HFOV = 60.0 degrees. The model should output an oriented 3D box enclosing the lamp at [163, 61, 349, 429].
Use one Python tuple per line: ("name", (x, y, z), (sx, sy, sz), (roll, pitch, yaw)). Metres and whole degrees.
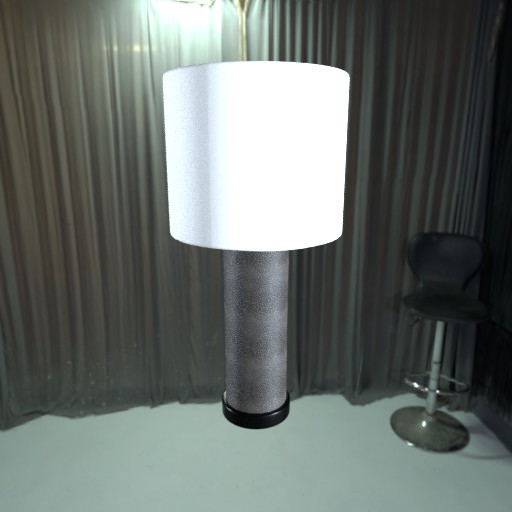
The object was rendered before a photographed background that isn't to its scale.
("lamp", (0.000, 0.000, 0.814), (0.305, 0.634, 0.305), (-2, 14, -9))
